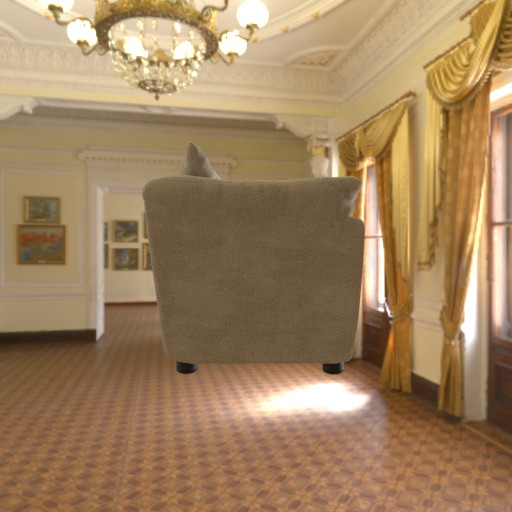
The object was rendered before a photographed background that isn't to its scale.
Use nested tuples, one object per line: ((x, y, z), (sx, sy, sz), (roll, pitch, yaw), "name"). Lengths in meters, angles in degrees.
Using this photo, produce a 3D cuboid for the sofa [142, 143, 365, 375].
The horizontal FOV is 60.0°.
((0.000, 0.000, 2.832), (0.893, 0.981, 2.377), (0, 0, 1), "sofa")
